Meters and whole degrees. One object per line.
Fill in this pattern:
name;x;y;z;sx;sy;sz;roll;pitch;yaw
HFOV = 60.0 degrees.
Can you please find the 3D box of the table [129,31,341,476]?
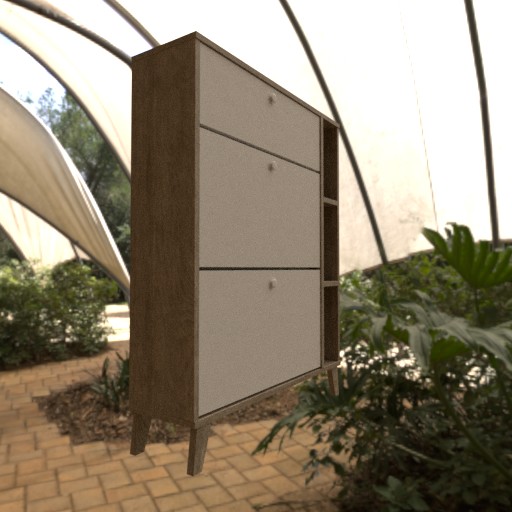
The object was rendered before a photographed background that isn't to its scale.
table;0.000;0.000;1.565;0.256;1.135;0.902;-1;-2;34
